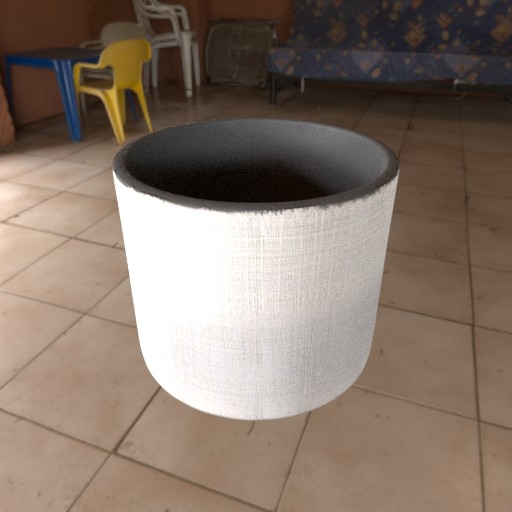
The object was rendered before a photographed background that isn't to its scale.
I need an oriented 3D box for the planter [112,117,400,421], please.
[{"bbox_3d":[0.000,0.000,0.453,0.254,0.221,0.254,0,31,0],"label":"planter"}]
